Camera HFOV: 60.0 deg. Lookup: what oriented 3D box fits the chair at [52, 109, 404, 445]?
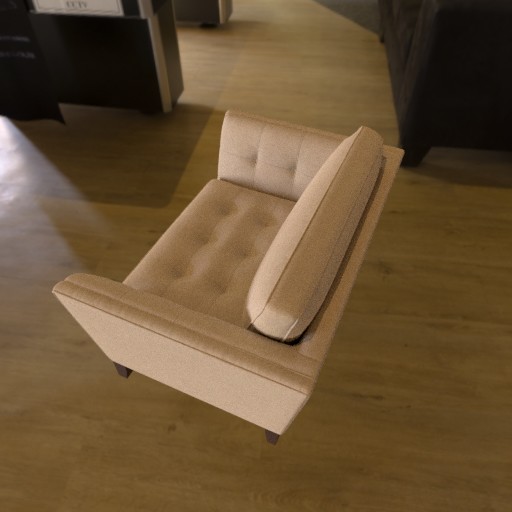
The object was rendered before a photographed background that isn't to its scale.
[{"bbox_3d":[0.000,0.000,2.060,0.965,0.940,1.397,18,49,16],"label":"chair"}]
